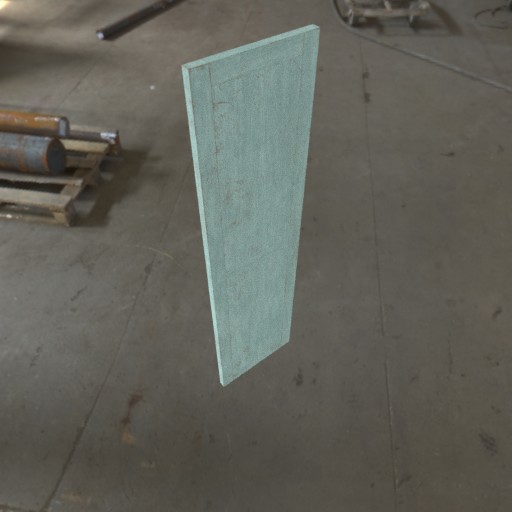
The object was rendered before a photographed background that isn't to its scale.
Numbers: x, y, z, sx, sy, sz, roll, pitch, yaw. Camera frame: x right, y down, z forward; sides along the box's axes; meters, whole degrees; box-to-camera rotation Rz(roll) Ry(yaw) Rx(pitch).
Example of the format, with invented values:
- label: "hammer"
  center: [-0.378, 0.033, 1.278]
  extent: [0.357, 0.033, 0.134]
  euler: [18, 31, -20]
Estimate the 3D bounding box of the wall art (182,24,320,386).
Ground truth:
- label: "wall art"
  center: [0.000, 0.000, 1.320]
  extent: [0.329, 1.219, 0.025]
  euler: [-30, 53, -25]
